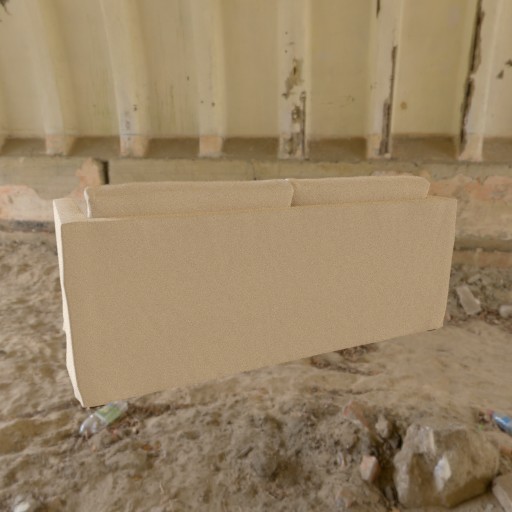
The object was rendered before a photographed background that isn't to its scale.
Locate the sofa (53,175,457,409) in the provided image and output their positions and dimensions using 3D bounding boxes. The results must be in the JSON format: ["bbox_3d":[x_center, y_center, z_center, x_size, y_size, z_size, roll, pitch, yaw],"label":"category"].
[{"bbox_3d":[0.000,0.000,2.414,1.987,0.870,0.940,-6,15,-25],"label":"sofa"}]
